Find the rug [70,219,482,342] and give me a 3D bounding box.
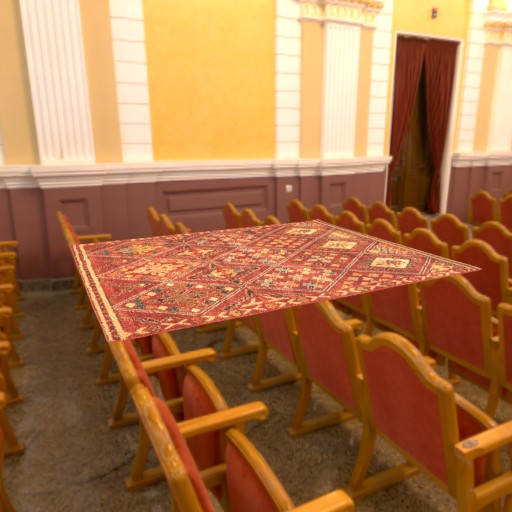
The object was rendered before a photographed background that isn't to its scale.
[{"bbox_3d":[0.000,0.000,4.180,3.086,0.030,2.489,-8,17,-26],"label":"rug"}]
